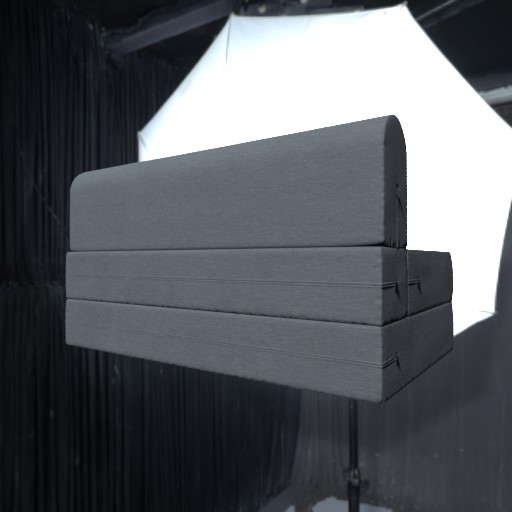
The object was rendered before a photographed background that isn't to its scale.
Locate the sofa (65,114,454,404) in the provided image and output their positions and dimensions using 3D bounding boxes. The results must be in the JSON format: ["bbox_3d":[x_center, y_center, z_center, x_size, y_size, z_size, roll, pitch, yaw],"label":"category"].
[{"bbox_3d":[0.000,0.000,1.632,1.225,0.670,0.762,0,-1,35],"label":"sofa"}]
